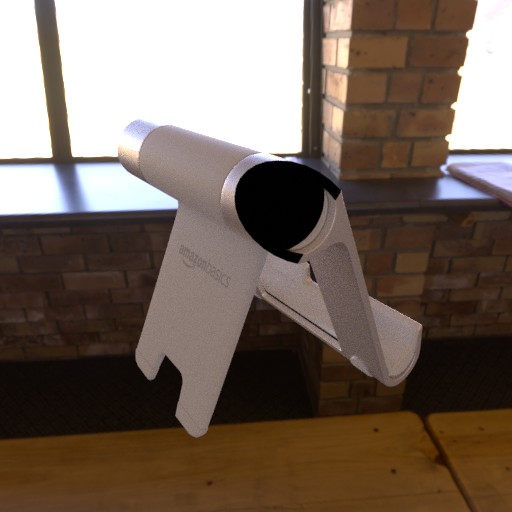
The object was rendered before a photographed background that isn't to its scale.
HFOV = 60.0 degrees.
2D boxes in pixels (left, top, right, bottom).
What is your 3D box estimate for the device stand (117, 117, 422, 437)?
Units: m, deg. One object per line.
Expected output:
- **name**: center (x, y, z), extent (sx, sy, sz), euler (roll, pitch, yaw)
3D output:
- **device stand**: center (0.000, 0.000, 0.151), extent (0.079, 0.084, 0.086), euler (-18, 31, -32)
